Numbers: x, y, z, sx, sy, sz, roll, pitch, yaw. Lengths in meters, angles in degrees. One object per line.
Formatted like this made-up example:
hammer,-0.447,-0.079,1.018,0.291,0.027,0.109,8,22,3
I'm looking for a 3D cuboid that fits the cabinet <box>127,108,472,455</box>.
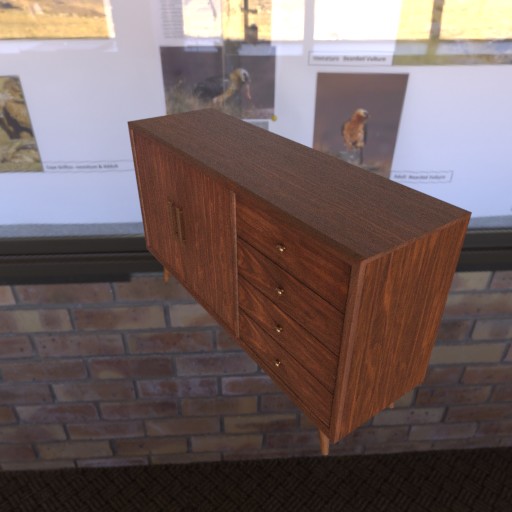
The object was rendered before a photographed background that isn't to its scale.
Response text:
cabinet,0.000,0.000,2.025,0.505,0.940,1.575,-20,37,-29
